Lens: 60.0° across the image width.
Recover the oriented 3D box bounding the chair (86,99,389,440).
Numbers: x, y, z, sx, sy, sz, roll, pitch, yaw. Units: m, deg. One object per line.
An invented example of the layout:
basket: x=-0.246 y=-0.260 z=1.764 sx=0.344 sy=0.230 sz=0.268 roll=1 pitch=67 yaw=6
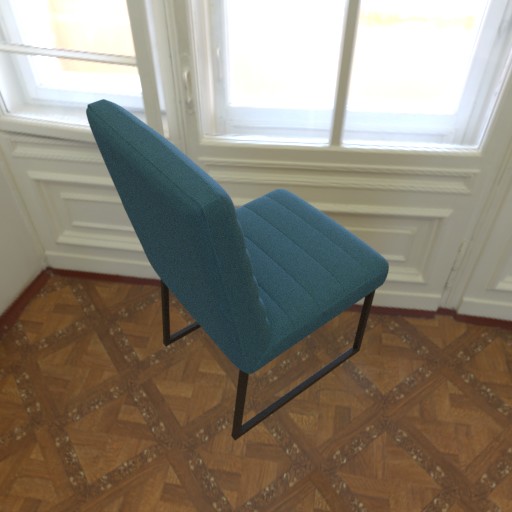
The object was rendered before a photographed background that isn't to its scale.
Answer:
chair: x=0.000 y=0.000 z=1.308 sx=0.634 sy=0.930 sz=0.520 roll=-27 pitch=49 yaw=-26
